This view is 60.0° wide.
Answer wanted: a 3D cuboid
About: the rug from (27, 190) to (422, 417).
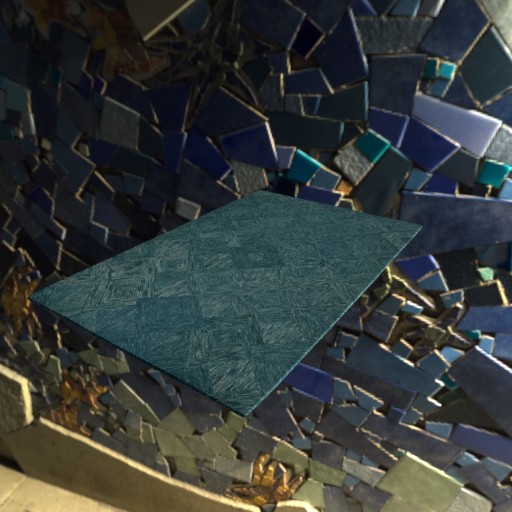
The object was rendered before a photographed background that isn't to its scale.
[{"bbox_3d":[0.000,0.000,2.187,1.136,0.017,1.728,17,32,31],"label":"rug"}]
